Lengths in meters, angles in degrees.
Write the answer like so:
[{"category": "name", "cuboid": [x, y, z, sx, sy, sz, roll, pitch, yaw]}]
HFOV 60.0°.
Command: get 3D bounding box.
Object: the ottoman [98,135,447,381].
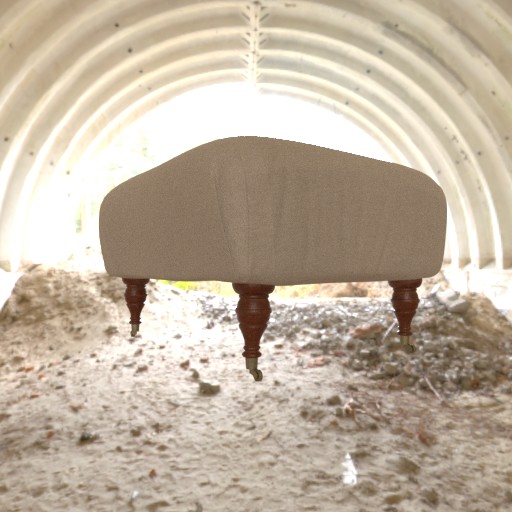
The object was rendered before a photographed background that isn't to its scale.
[{"category": "ottoman", "cuboid": [0.000, 0.000, 1.129, 0.622, 0.450, 0.746, 1, -2, -36]}]
